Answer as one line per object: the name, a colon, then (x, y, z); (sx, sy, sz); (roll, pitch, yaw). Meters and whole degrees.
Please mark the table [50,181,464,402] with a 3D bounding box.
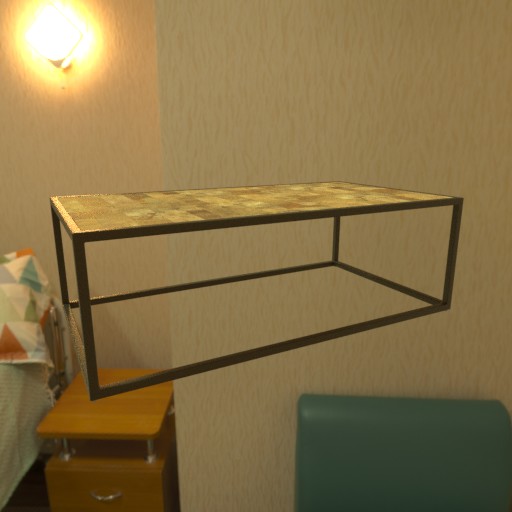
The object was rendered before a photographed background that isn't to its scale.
table: (0.000, 0.000, 1.508); (1.199, 0.398, 0.649); (-8, 17, -27)
